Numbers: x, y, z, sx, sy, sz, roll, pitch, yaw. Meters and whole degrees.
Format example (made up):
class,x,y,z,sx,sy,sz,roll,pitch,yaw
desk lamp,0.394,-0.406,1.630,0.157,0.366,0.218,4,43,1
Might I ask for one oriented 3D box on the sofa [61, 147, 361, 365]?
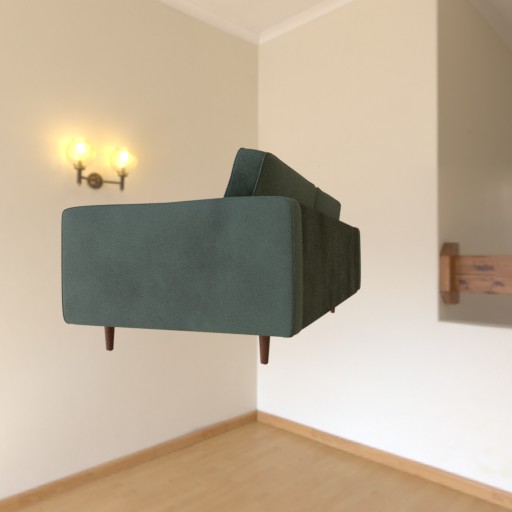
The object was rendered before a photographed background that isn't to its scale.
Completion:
class,x,y,z,sx,sy,sz,roll,pitch,yaw
sofa,0.000,0.000,2.373,0.916,0.772,1.880,0,0,19
